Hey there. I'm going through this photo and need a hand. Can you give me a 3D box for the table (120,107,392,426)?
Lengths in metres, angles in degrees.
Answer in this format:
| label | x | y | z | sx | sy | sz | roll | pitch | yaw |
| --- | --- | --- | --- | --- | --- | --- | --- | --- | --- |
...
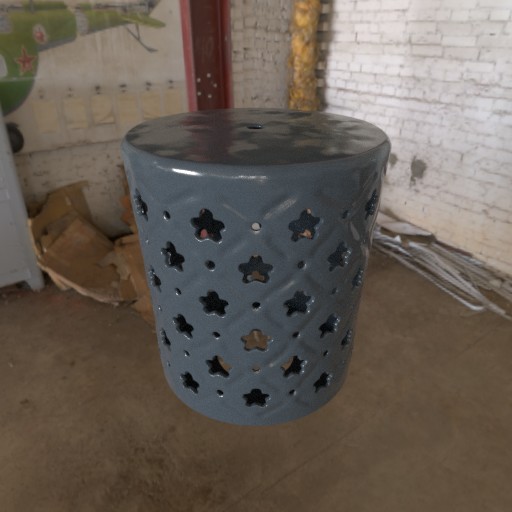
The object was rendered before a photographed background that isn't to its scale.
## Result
| label | x | y | z | sx | sy | sz | roll | pitch | yaw |
| --- | --- | --- | --- | --- | --- | --- | --- | --- | --- |
| table | 0.000 | 0.000 | 0.678 | 0.352 | 0.387 | 0.352 | 0 | 28 | 0 |
